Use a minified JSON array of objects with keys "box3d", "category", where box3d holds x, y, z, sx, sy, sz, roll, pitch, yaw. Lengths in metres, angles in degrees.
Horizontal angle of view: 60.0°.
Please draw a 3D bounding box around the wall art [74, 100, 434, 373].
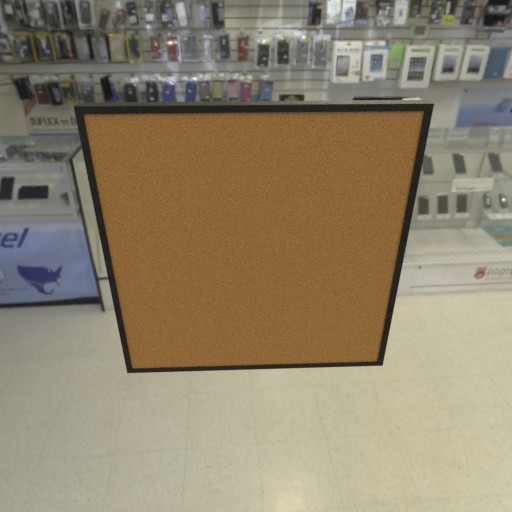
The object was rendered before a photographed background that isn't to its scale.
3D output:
[{"box3d":[0.000,0.000,1.145,0.763,0.763,0.039,-1,30,-2],"category":"wall art"}]
